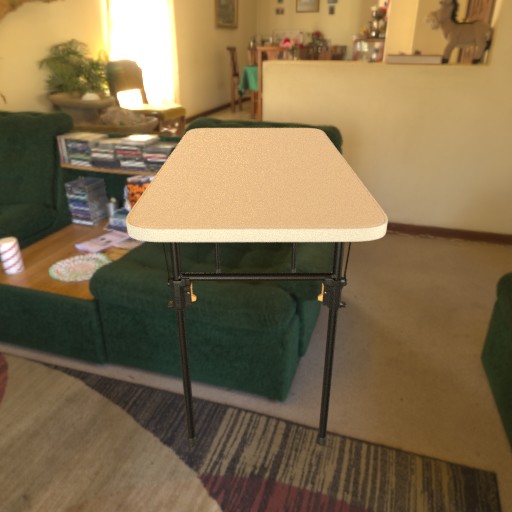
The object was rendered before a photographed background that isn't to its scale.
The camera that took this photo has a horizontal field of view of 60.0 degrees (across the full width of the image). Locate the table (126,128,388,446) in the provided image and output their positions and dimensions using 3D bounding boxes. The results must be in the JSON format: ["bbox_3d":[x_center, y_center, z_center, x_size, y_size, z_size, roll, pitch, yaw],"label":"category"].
[{"bbox_3d":[0.000,0.000,1.669,0.610,0.729,1.219,0,26,0],"label":"table"}]
